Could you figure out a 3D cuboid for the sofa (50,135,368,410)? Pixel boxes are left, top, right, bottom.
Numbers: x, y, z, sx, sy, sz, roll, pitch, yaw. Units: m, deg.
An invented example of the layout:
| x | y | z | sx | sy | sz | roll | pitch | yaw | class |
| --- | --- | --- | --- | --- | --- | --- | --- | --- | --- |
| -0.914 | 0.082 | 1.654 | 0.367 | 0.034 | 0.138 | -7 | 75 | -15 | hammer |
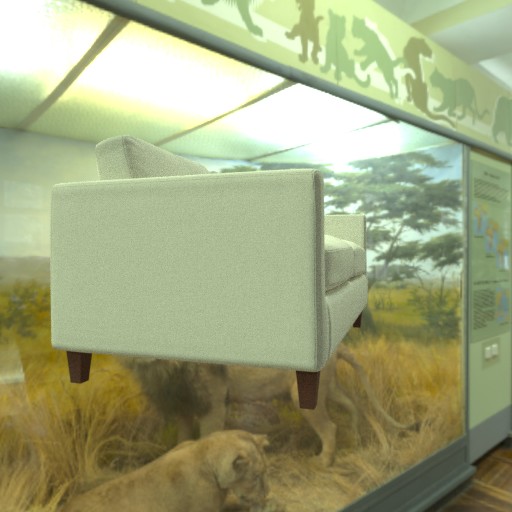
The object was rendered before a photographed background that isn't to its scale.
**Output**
| x | y | z | sx | sy | sz | roll | pitch | yaw | class |
| --- | --- | --- | --- | --- | --- | --- | --- | --- | --- |
| 0.000 | 0.000 | 2.154 | 0.964 | 0.888 | 1.702 | 0 | 0 | 18 | sofa |
